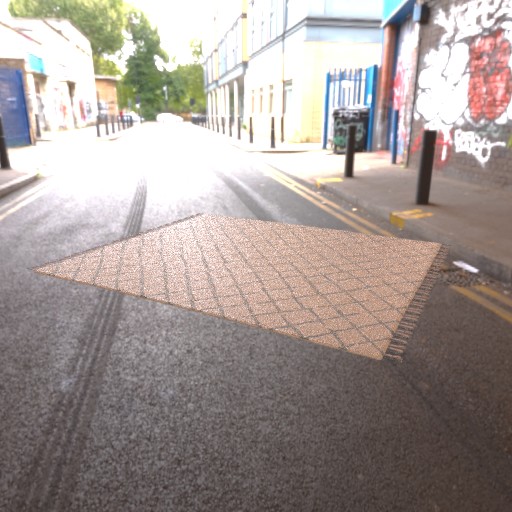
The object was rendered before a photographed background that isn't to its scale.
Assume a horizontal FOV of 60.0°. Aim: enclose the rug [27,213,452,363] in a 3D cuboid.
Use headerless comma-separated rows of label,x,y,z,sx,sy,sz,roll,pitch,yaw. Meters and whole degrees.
rug,0.000,0.000,4.712,3.585,0.036,2.892,10,20,27
